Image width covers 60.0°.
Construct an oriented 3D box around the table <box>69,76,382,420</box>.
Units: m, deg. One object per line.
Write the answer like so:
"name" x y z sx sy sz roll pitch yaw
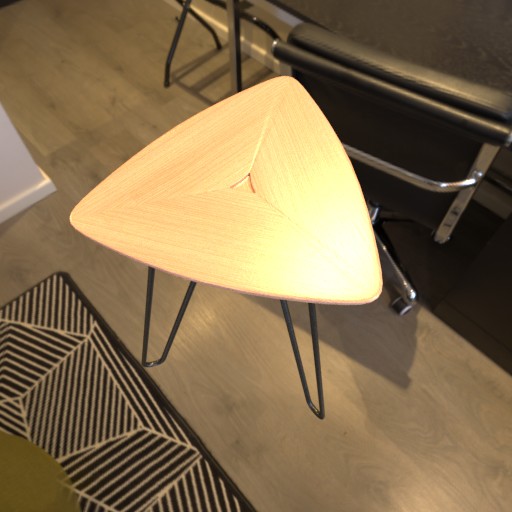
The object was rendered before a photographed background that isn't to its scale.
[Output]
"table" 0.000 0.000 0.908 0.442 0.564 0.455 14 59 9
